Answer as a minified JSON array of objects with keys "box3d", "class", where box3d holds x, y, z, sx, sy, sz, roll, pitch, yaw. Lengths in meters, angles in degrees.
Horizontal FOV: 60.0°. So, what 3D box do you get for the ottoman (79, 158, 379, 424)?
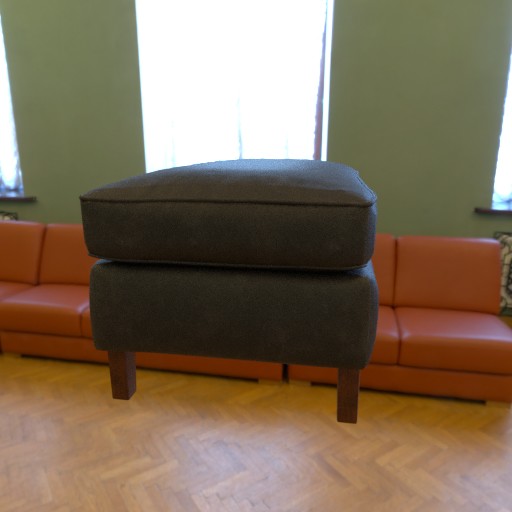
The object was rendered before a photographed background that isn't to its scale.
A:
[{"box3d":[0.000,0.000,1.000,0.501,0.413,0.665,3,15,10],"class":"ottoman"}]
